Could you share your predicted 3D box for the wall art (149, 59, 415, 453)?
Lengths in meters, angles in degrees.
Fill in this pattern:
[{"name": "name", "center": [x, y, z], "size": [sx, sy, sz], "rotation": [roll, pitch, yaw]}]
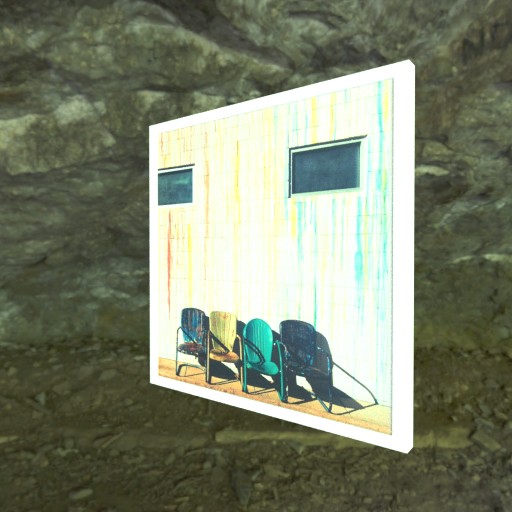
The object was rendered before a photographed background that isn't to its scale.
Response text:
[{"name": "wall art", "center": [0.000, 0.000, 1.098], "size": [0.760, 0.760, 0.036], "rotation": [1, 1, 37]}]
